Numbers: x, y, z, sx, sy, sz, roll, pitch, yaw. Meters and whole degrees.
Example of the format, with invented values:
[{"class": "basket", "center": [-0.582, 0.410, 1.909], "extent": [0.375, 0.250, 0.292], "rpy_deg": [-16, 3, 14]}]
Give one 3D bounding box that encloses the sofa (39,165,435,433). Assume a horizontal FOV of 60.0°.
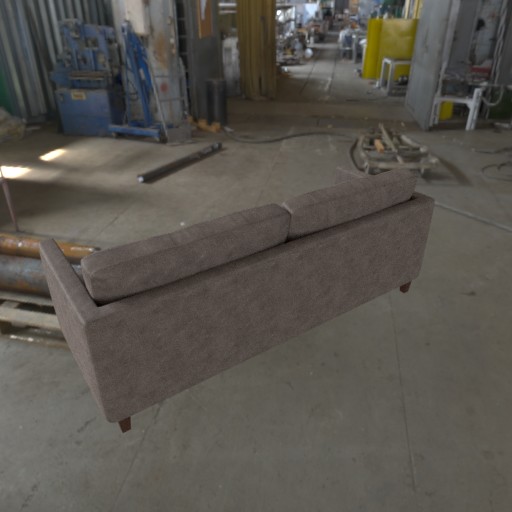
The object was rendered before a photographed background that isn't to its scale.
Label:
[{"class": "sofa", "center": [0.000, 0.000, 2.932], "extent": [2.434, 0.965, 0.951], "rpy_deg": [-19, 35, -30]}]
